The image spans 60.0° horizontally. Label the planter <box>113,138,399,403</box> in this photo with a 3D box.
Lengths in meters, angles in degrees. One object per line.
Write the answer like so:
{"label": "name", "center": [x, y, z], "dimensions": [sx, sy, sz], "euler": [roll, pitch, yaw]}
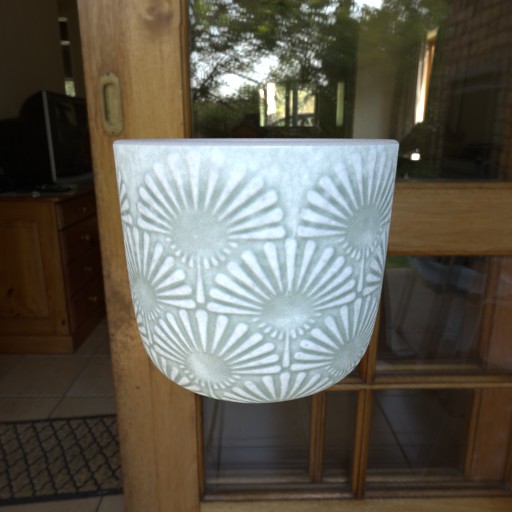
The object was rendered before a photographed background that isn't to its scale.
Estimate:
{"label": "planter", "center": [0.000, 0.000, 0.215], "dimensions": [0.124, 0.109, 0.124], "euler": [0, 15, 0]}
